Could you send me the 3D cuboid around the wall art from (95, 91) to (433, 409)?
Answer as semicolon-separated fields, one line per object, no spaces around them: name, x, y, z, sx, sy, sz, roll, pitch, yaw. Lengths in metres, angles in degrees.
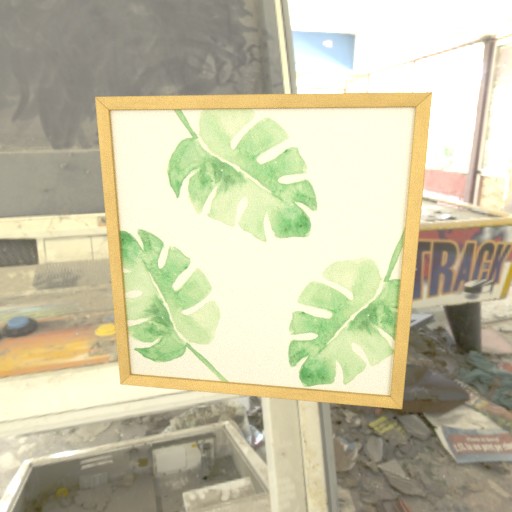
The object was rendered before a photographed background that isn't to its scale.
wall art;0.000;0.000;0.743;0.508;0.508;0.038;2;15;9
